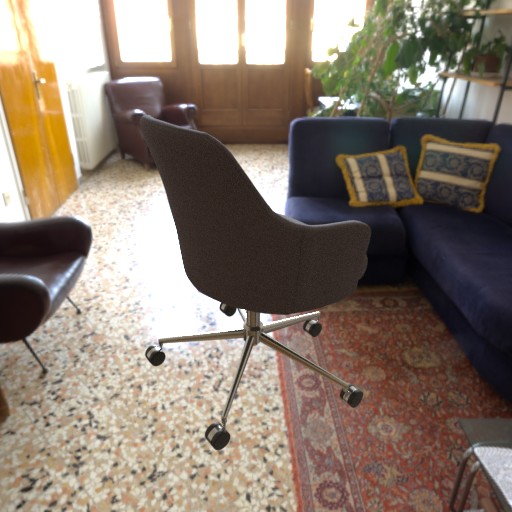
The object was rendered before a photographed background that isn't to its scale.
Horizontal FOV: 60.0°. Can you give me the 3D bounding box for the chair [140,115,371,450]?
[{"bbox_3d":[0.000,0.000,1.293,0.600,0.820,0.655,-19,33,-33],"label":"chair"}]
